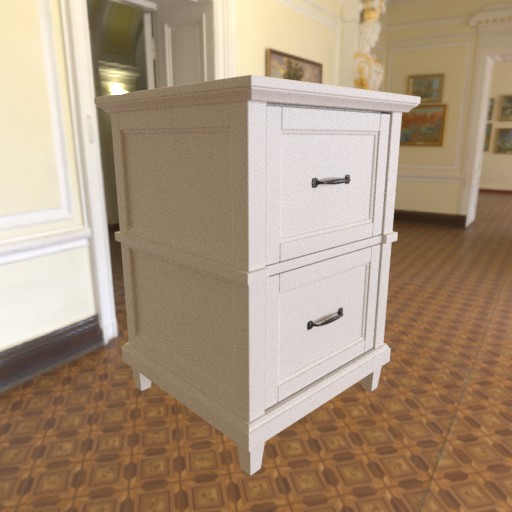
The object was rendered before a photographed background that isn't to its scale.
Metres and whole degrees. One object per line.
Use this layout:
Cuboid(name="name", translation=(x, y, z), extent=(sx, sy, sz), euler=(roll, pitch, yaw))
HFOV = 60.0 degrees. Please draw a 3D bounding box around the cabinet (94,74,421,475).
Cuboid(name="cabinet", translation=(0.000, 0.000, 1.144), extent=(0.544, 0.775, 0.547), euler=(-14, 20, -42))
